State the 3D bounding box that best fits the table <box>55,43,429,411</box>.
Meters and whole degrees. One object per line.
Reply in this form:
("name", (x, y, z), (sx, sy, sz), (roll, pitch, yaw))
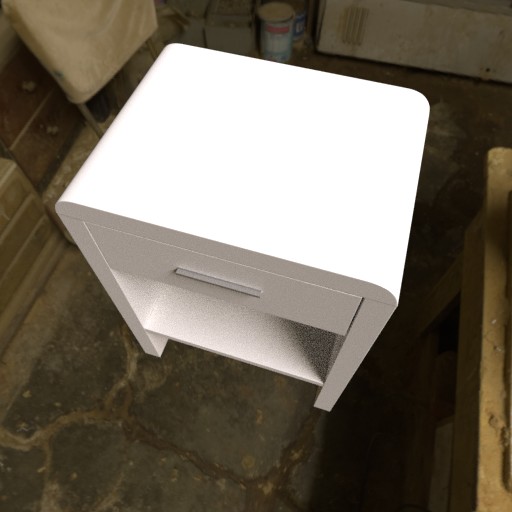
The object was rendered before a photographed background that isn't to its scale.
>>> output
("table", (0.000, 0.000, 0.853), (0.450, 0.590, 0.350), (15, 60, 9))
